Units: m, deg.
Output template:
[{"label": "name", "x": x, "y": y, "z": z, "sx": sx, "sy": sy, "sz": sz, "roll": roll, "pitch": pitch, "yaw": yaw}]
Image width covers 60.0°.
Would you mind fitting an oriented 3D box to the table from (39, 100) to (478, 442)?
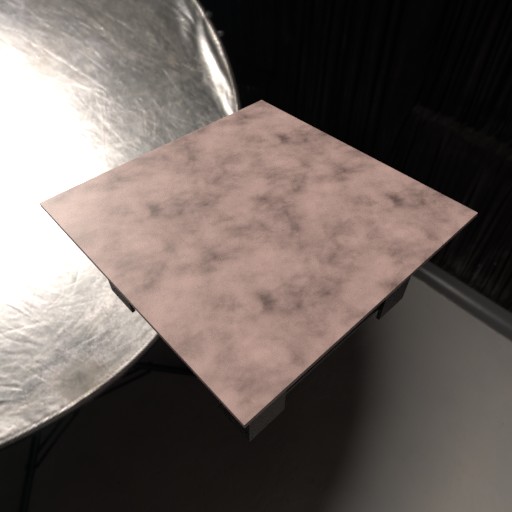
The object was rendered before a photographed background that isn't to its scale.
[{"label": "table", "x": 0.000, "y": 0.000, "z": 1.066, "sx": 0.670, "sy": 0.305, "sz": 0.670, "roll": -34, "pitch": 56, "yaw": -28}]
